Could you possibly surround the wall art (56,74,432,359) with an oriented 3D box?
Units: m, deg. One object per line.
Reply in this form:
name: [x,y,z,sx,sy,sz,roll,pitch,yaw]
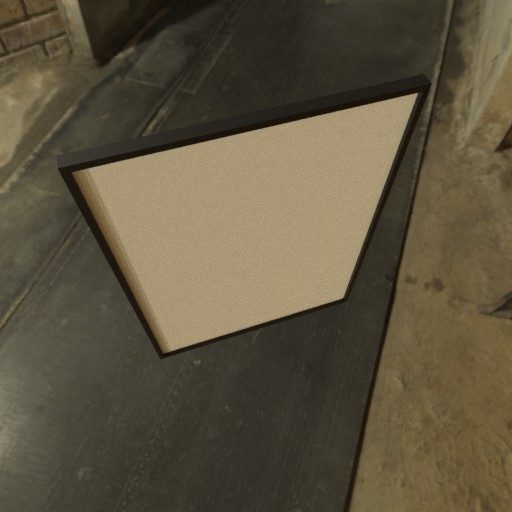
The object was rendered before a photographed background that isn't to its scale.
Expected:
wall art: [0.000,0.000,1.365,0.802,1.070,0.036,-16,59,-10]
